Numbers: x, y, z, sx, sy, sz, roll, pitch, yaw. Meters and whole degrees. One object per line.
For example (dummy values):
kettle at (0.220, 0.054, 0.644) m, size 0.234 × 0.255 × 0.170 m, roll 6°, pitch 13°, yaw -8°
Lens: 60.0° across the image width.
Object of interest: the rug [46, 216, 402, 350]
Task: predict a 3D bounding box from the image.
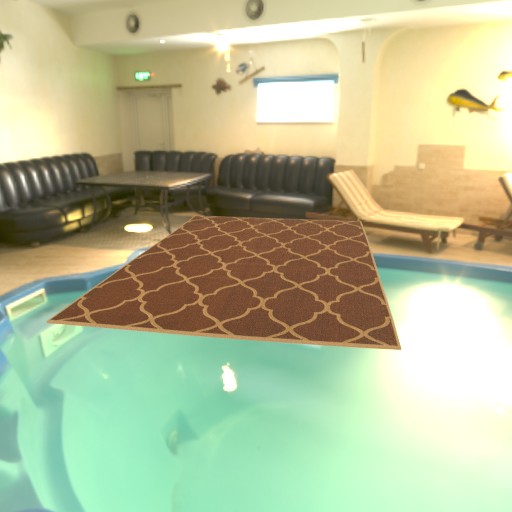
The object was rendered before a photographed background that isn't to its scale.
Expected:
rug at (0.000, 0.000, 2.914) m, size 1.526 × 0.014 × 2.290 m, roll 3°, pitch 17°, yaw 9°
